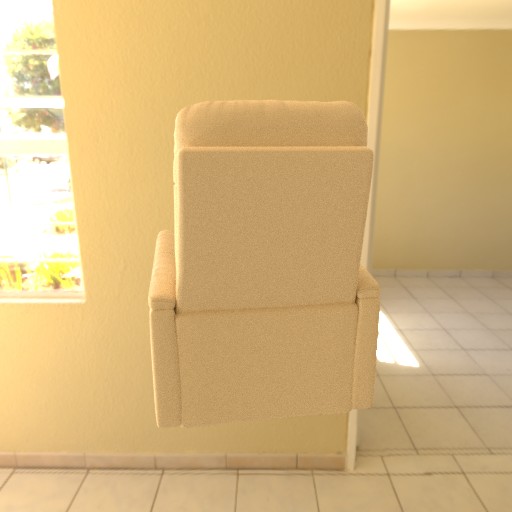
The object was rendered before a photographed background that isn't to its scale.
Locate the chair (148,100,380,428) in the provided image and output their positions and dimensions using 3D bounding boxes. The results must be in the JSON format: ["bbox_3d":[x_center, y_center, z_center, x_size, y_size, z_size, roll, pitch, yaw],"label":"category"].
[{"bbox_3d":[0.000,0.000,1.687,0.775,1.082,0.831,-2,15,-9],"label":"chair"}]
